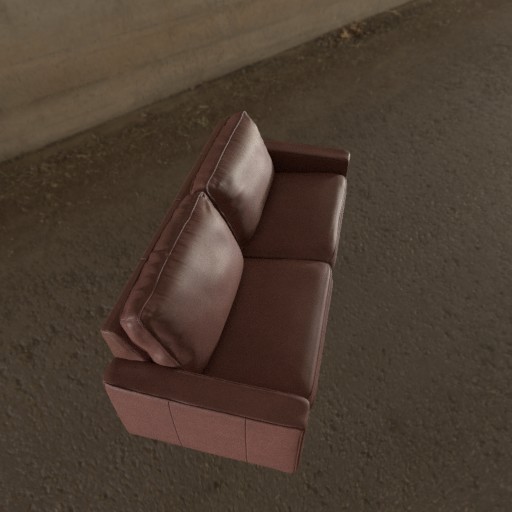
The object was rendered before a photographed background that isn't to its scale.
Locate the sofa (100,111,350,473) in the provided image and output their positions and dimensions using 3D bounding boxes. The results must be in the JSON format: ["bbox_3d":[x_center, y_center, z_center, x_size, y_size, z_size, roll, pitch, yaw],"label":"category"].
[{"bbox_3d":[0.000,0.000,2.627,0.940,0.919,2.080,10,47,9],"label":"sofa"}]
